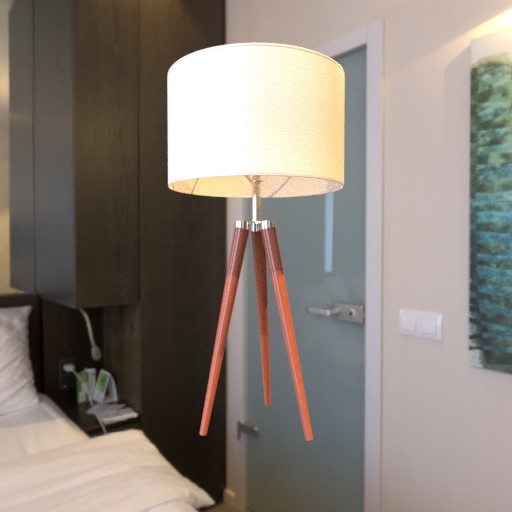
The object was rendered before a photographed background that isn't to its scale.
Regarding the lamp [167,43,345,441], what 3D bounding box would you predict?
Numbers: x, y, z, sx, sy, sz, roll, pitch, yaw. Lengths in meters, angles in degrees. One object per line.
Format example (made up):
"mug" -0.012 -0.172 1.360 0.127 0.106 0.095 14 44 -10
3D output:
"lamp" 0.000 0.000 0.913 0.355 0.709 0.354 0 2 19
